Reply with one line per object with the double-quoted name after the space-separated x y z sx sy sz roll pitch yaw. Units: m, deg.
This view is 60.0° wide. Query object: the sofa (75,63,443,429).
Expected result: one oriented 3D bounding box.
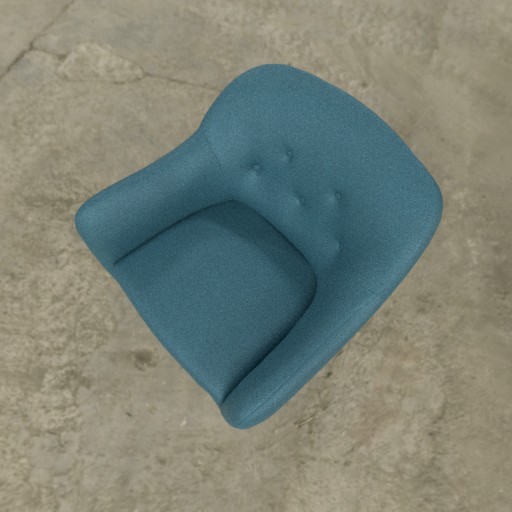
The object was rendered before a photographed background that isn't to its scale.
0.000 0.000 1.477 0.825 0.817 0.836 -38 69 -17 "sofa"
